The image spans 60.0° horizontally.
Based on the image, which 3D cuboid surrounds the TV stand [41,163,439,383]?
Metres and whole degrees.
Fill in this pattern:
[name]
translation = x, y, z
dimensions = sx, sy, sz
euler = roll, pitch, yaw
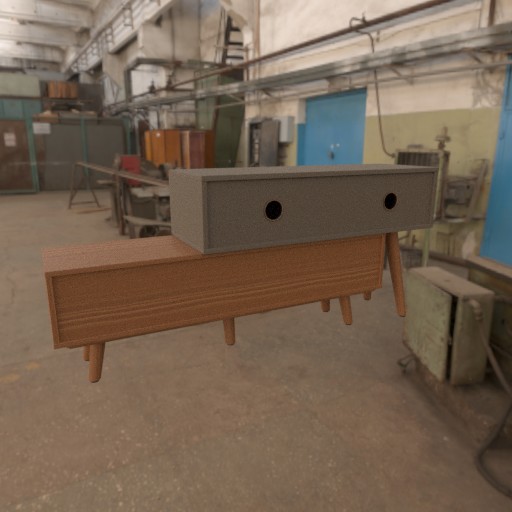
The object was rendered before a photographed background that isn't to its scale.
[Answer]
[TV stand]
translation = 0.000, 0.000, 1.547
dimensions = 1.336, 0.591, 0.329
euler = -7, 16, -26
